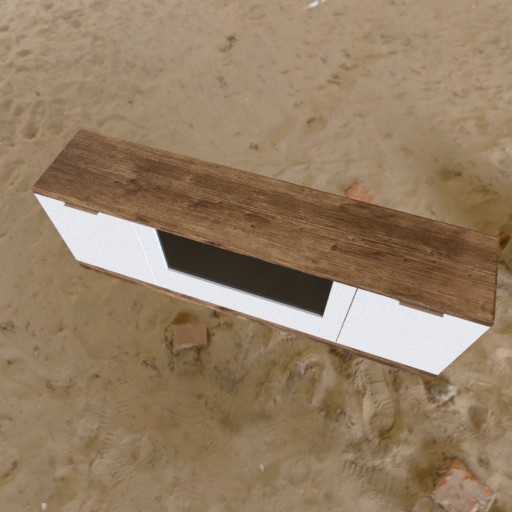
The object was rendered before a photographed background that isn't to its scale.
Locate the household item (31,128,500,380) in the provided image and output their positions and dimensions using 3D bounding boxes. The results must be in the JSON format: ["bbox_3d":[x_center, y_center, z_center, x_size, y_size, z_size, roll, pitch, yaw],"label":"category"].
[{"bbox_3d":[0.000,0.000,1.979,1.800,0.615,0.390,16,59,10],"label":"household item"}]
